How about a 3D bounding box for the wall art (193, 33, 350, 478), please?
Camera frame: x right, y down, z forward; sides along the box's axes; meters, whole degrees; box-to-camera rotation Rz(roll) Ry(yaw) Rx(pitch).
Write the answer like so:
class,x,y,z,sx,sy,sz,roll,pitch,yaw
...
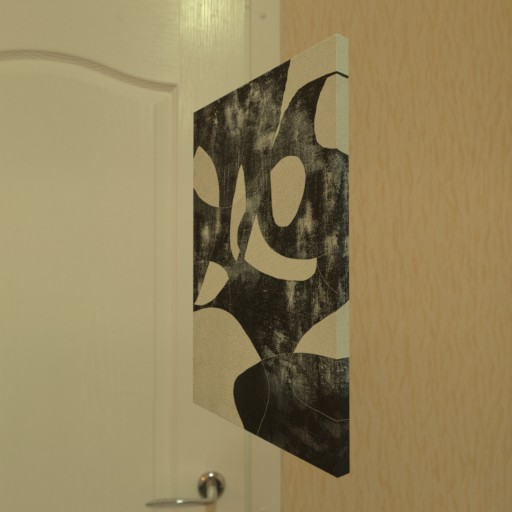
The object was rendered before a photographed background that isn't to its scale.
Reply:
class,x,y,z,sx,sy,sz,roll,pitch,yaw
wall art,0.000,0.000,1.167,0.041,0.915,0.610,1,-1,-37
